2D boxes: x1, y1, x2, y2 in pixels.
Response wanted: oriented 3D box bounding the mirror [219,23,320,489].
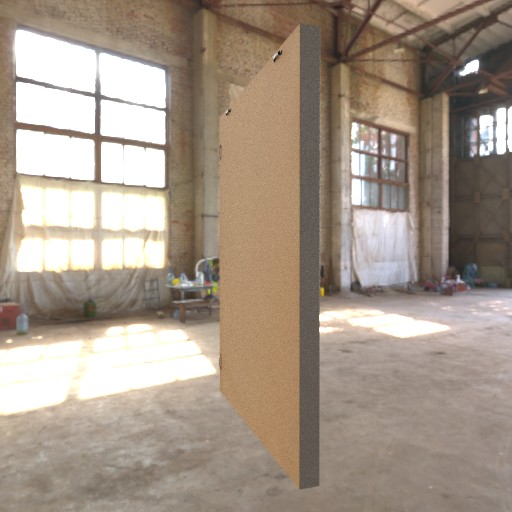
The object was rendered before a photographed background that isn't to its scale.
[{"bbox_3d":[0.000,0.000,0.919,0.039,0.710,0.507,0,1,-19],"label":"mirror"}]
